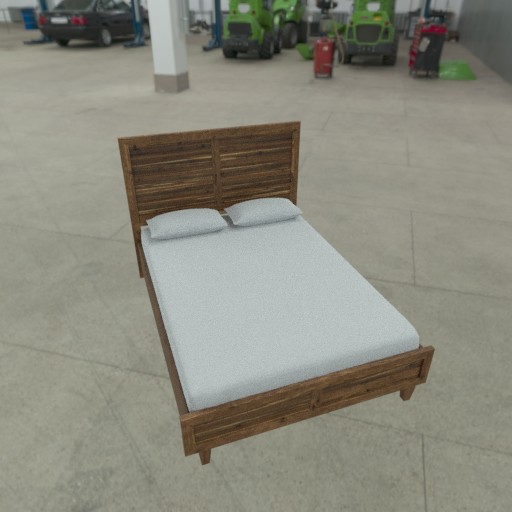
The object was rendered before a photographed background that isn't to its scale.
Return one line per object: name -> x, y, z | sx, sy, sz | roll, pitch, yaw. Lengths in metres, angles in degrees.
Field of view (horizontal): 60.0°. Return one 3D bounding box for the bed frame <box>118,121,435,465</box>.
bed frame -> 0.000, 0.000, 3.473 | 1.696, 1.417, 2.276 | -10, 32, -17
